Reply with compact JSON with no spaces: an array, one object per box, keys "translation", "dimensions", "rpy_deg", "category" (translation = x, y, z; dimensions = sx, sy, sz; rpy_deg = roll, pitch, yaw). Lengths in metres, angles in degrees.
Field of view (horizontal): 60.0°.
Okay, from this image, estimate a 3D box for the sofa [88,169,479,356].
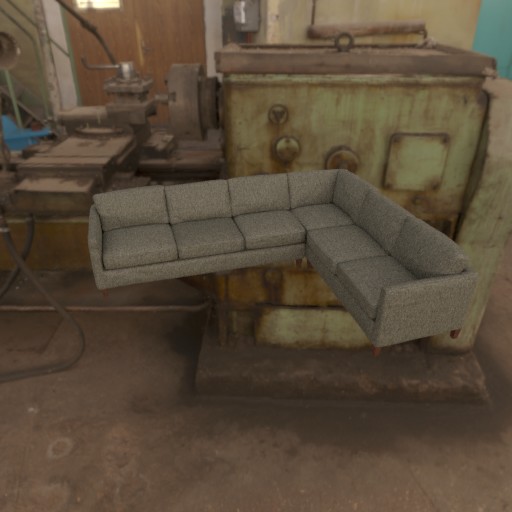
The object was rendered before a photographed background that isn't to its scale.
[{"translation":[0.000,0.000,4.579],"dimensions":[3.302,0.947,2.593],"rpy_deg":[-8,31,-14],"category":"sofa"}]
